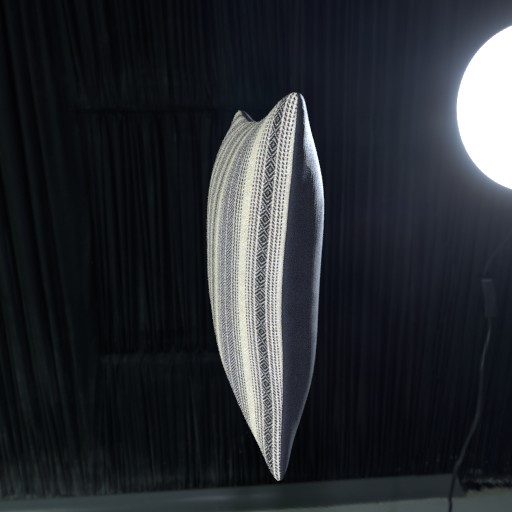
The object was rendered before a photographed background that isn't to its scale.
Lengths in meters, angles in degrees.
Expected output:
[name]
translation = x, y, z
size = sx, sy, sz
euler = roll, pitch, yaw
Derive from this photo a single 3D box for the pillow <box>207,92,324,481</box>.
[pillow]
translation = 0.000, 0.000, 0.783
size = 0.166, 0.508, 0.520
euler = -2, 16, -8
